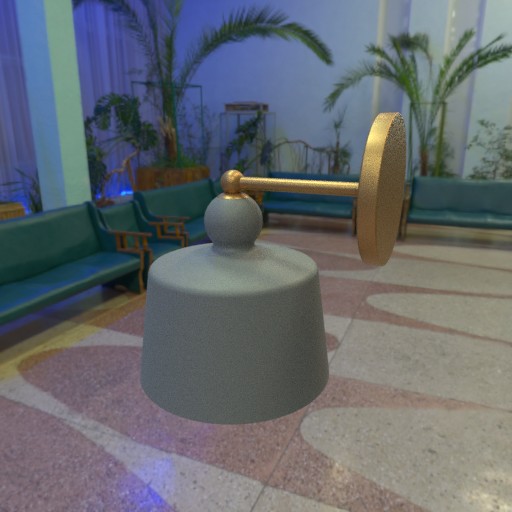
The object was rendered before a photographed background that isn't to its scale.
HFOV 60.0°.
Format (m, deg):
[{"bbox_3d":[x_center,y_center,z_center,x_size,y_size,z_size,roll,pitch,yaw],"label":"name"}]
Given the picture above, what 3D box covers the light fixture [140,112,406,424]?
[{"bbox_3d":[0.000,0.000,0.442,0.254,0.268,0.204,8,18,25],"label":"light fixture"}]
